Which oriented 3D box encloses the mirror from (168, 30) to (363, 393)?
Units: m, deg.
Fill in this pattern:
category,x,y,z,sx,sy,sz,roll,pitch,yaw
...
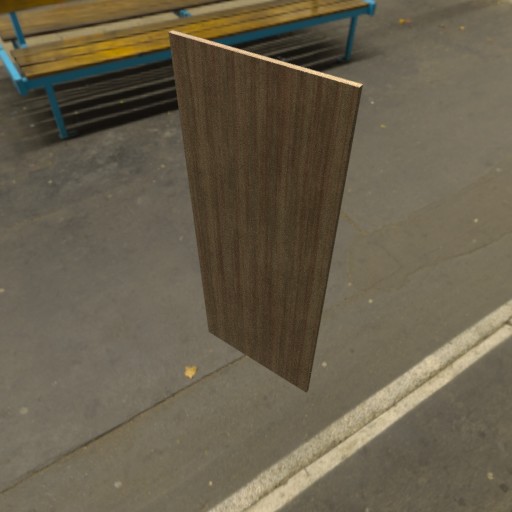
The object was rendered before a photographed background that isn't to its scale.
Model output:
category,x,y,z,sx,sy,sz,roll,pitch,yaw
mirror,0.000,0.000,2.293,0.812,2.032,0.025,27,52,24
